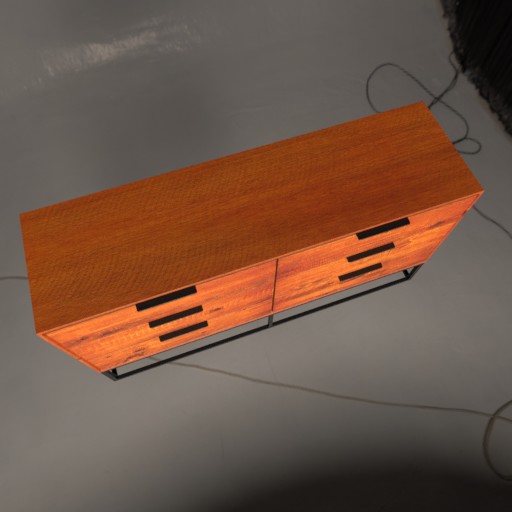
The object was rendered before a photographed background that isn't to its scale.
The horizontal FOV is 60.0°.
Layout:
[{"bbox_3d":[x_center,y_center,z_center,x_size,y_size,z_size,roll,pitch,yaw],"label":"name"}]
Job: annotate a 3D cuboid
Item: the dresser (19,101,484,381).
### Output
[{"bbox_3d":[0.000,0.000,1.878,1.536,0.810,0.464,-18,66,-8],"label":"dresser"}]
